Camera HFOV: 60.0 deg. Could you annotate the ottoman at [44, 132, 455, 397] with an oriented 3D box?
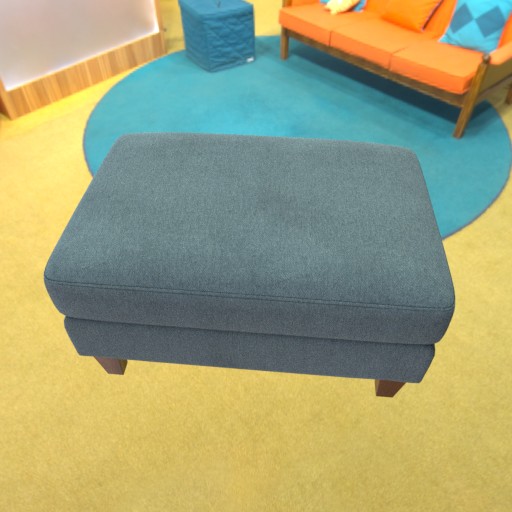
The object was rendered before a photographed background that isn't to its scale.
[{"bbox_3d":[0.000,0.000,1.193,0.864,0.483,0.584,4,47,4],"label":"ottoman"}]
